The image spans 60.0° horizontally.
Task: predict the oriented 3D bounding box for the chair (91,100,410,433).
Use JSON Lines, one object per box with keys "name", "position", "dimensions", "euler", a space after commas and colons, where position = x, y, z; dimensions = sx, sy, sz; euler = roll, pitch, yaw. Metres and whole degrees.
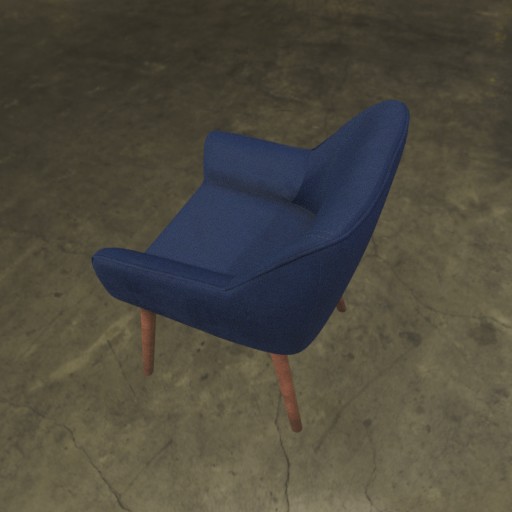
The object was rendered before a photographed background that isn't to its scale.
{"name": "chair", "position": [0.000, 0.000, 1.229], "dimensions": [0.600, 0.820, 0.600], "euler": [18, 49, 16]}
